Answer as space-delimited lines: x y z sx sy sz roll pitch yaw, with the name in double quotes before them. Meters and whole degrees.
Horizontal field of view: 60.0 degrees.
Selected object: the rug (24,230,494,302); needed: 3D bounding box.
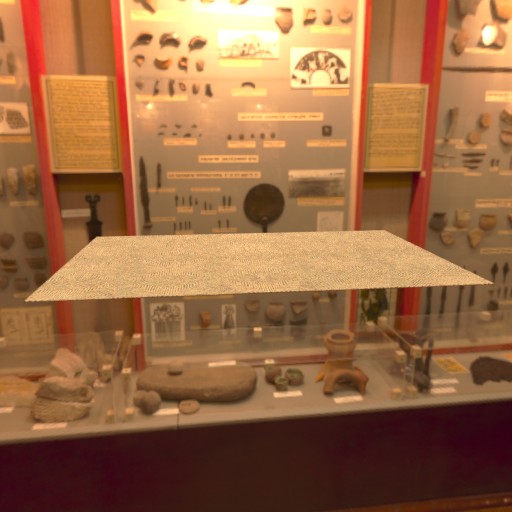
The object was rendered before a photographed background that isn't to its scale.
"rug" 0.000 0.000 2.996 2.428 0.007 1.519 -2 14 -6
